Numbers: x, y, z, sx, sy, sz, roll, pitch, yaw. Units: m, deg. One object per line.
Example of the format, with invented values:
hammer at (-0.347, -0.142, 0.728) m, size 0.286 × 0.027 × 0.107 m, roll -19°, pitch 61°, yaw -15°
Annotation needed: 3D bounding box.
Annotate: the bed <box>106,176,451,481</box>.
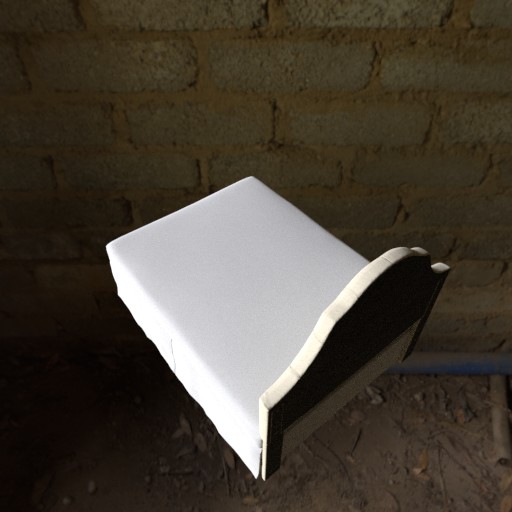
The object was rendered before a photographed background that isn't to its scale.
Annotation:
bed at (0.000, 0.000, 3.234) m, size 1.627 × 1.575 × 2.092 m, roll -30°, pitch 53°, yaw -26°
